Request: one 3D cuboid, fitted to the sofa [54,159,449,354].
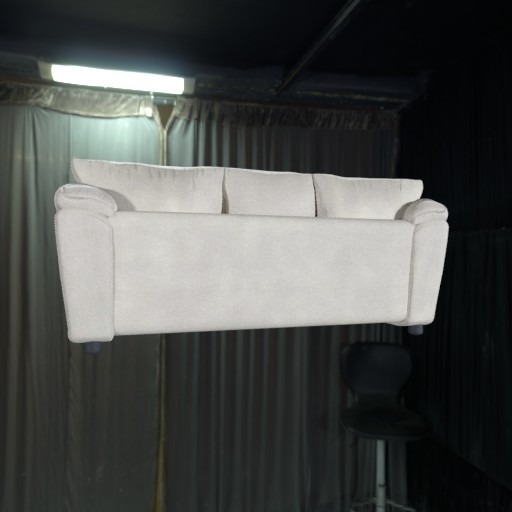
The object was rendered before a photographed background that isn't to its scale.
[{"bbox_3d":[0.000,0.000,2.806,2.334,0.996,0.878,0,0,-17],"label":"sofa"}]
